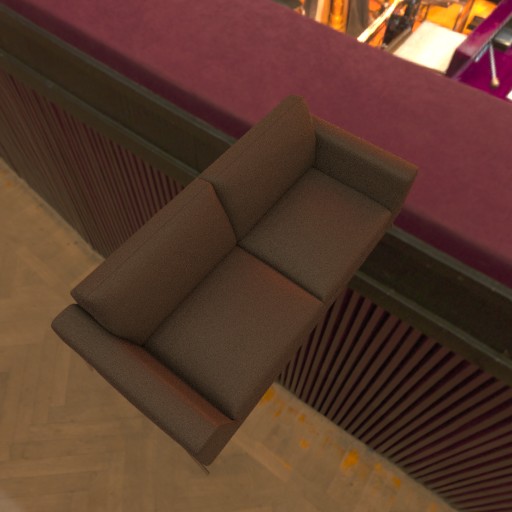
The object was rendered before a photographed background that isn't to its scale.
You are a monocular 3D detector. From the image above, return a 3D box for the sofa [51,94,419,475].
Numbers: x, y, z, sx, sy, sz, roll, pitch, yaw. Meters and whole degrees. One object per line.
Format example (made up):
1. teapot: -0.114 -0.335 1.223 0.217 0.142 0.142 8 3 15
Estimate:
1. sofa: 0.000 0.000 2.512 0.953 0.875 2.017 33 64 19
